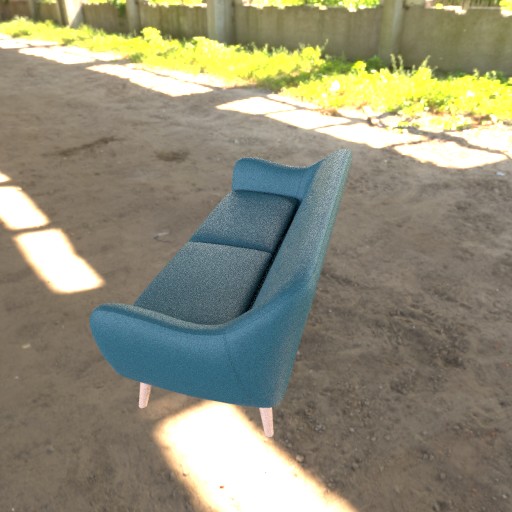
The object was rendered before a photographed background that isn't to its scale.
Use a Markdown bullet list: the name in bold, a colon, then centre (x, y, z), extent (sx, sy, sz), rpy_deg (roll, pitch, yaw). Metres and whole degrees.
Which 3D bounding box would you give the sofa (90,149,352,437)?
- **sofa**: centre (0.000, 0.000, 2.371), extent (0.820, 0.836, 1.840), rpy_deg (8, 32, 13)
